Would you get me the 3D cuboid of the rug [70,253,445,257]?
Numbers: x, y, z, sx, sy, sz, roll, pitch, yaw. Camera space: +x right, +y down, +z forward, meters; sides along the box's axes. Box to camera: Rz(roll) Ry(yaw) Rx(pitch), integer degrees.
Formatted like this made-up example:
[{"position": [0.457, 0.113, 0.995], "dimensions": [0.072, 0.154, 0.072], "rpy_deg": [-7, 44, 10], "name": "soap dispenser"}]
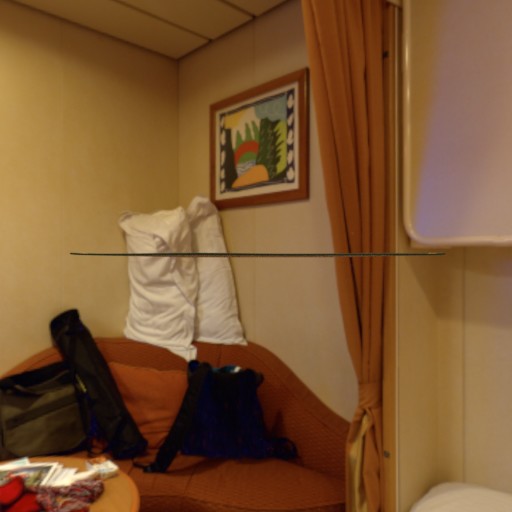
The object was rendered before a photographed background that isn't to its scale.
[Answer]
[{"position": [0.000, 0.000, 3.016], "dimensions": [1.520, 0.011, 2.447], "rpy_deg": [0, 0, 0], "name": "rug"}]
